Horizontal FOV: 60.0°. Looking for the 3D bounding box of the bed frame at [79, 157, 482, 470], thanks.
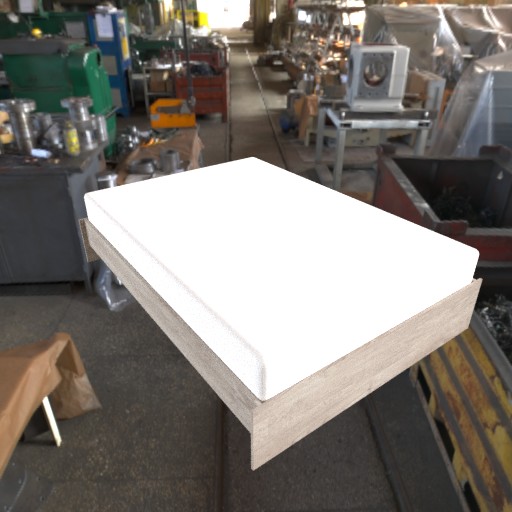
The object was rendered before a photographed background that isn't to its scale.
[{"bbox_3d":[0.000,0.000,2.611,1.445,0.497,1.945,-20,35,-31],"label":"bed frame"}]
